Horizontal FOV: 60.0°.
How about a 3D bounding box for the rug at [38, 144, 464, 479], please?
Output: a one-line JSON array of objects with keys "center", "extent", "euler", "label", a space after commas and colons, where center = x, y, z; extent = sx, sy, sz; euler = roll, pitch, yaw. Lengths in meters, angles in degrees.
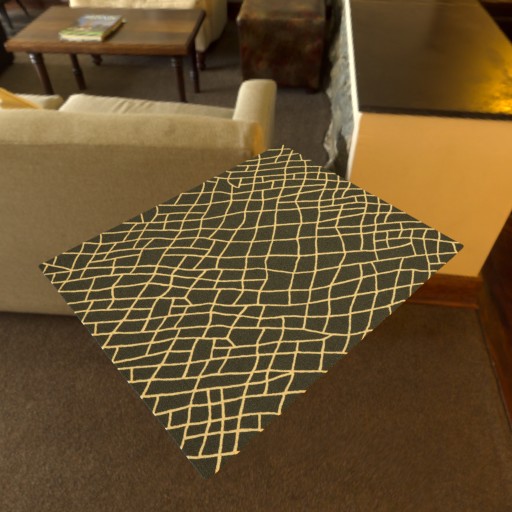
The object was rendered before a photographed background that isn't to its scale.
[{"center": [0.000, 0.000, 4.035], "extent": [3.047, 0.022, 2.439], "euler": [-33, 54, -28], "label": "rug"}]
